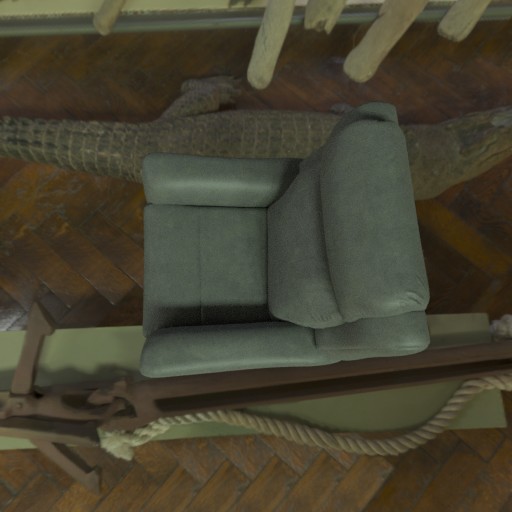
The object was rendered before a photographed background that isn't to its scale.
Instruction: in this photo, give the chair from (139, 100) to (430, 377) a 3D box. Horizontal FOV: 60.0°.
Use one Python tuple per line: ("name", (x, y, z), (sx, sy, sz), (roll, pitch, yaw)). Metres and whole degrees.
("chair", (0.000, 0.000, 1.904), (1.068, 1.116, 0.965), (-3, 76, -1))
